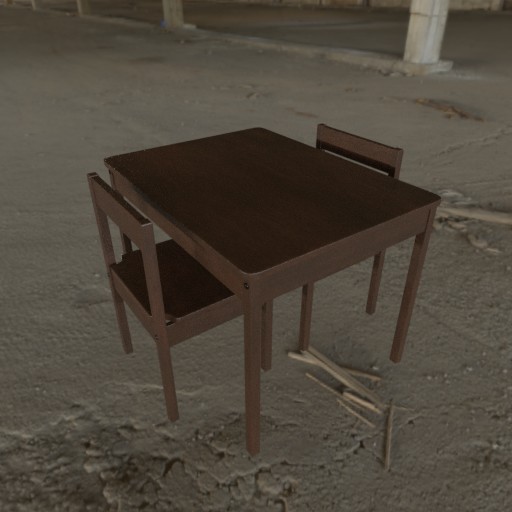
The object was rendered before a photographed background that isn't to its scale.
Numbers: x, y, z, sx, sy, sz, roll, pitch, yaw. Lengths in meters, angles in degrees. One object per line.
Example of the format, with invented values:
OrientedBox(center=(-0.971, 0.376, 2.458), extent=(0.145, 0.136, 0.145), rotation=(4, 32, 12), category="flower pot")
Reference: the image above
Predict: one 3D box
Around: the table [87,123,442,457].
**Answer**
OrientedBox(center=(0.000, 0.000, 1.126), extent=(0.672, 0.503, 0.650), rotation=(-21, 37, -30), category="table")
